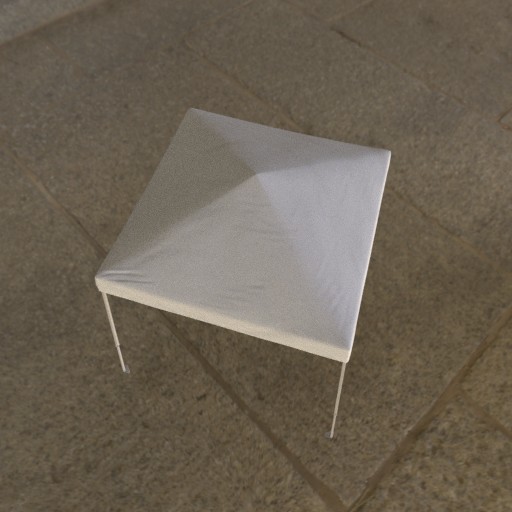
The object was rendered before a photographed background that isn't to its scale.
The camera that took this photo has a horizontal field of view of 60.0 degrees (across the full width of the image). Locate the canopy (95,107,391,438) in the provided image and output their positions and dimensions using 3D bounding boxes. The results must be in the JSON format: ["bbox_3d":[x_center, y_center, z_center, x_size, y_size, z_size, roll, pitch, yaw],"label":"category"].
[{"bbox_3d":[0.000,0.000,6.545,3.600,3.600,3.599,15,60,9],"label":"canopy"}]
